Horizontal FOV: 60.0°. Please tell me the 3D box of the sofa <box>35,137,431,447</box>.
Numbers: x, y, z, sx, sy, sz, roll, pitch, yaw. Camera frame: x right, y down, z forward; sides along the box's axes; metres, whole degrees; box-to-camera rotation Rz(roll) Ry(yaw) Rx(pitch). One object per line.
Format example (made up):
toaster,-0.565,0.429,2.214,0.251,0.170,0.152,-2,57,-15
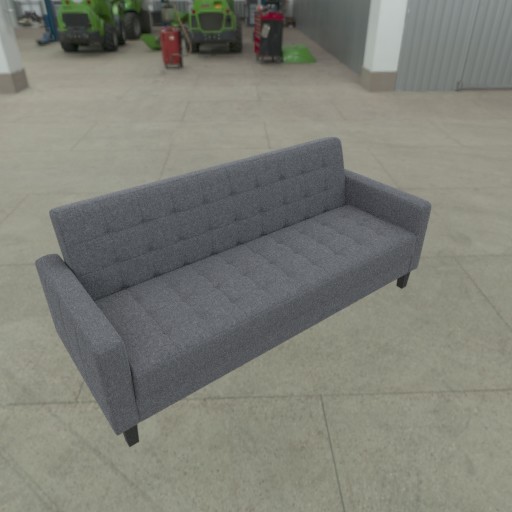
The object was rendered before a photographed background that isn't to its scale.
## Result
sofa,0.000,0.000,2.418,2.040,0.850,0.810,-22,38,-31
